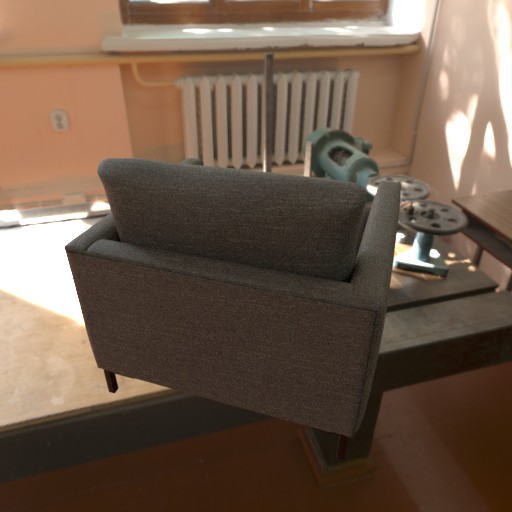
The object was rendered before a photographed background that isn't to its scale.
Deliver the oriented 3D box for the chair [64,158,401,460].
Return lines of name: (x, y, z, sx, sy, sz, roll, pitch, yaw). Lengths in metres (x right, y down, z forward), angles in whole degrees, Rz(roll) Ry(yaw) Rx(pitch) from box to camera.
chair: (0.000, 0.000, 1.599, 0.940, 0.841, 0.845, 10, 33, 16)
